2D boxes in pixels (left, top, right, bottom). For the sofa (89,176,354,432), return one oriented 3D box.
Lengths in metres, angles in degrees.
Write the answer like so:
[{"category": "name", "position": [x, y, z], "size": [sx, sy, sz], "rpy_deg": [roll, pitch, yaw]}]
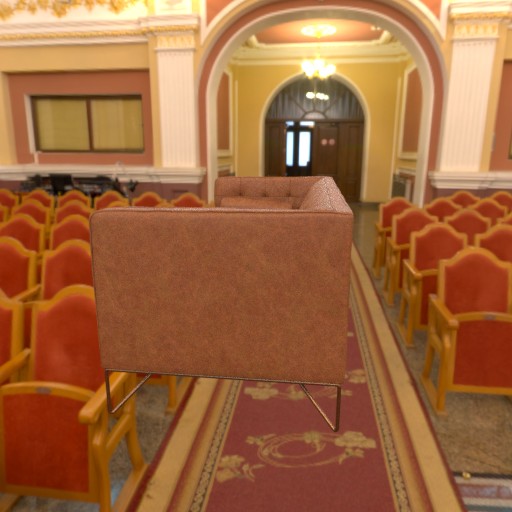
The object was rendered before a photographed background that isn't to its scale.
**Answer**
[{"category": "sofa", "position": [0.000, 0.000, 2.532], "size": [0.912, 0.798, 2.079], "rpy_deg": [2, 13, 7]}]
